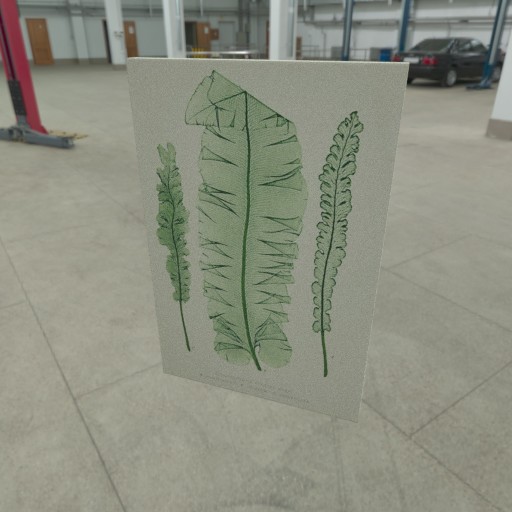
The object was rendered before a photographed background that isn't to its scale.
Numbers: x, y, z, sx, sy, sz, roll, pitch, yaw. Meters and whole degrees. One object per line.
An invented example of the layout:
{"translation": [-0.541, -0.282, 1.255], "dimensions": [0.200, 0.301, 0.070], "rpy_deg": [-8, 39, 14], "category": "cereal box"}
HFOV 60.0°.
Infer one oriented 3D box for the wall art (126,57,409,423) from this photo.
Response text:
{"translation": [0.000, 0.000, 1.130], "dimensions": [0.610, 0.914, 0.038], "rpy_deg": [9, 28, 17], "category": "wall art"}
